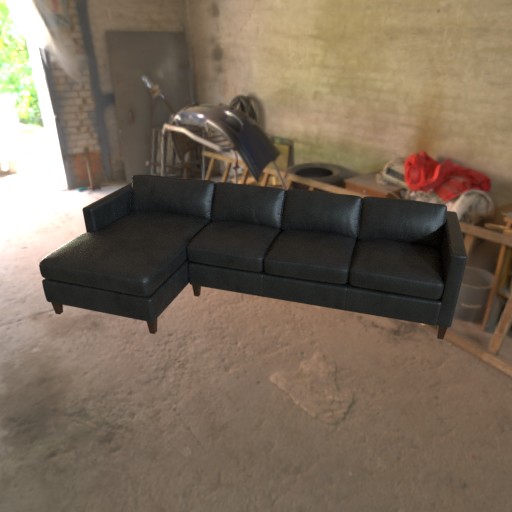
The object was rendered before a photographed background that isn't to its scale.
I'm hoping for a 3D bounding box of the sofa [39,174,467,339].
[{"bbox_3d":[0.000,0.000,3.783,3.203,0.883,1.581,8,28,16],"label":"sofa"}]
